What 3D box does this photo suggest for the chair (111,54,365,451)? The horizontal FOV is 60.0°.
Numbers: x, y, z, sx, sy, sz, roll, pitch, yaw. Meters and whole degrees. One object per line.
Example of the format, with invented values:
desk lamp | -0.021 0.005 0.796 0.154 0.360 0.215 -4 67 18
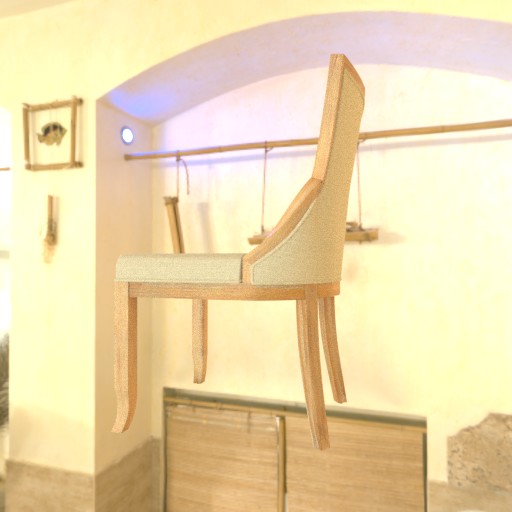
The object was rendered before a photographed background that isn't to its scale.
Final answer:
chair | 0.000 0.000 1.334 0.641 0.947 0.524 0 0 18
